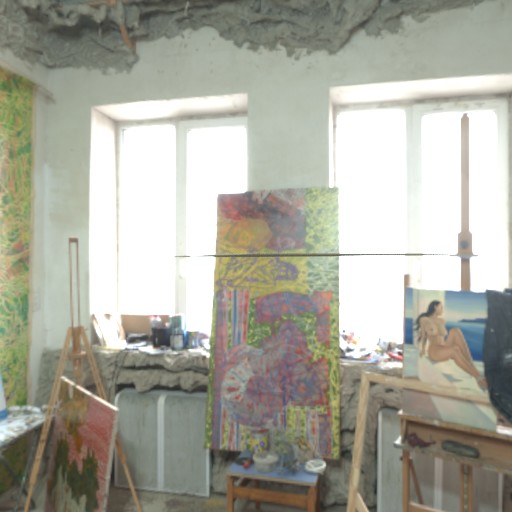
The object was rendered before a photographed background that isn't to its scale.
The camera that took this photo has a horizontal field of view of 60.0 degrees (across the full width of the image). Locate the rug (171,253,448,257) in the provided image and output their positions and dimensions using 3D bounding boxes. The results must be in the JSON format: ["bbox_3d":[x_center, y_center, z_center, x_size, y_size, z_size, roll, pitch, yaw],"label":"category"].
[{"bbox_3d":[0.000,0.000,2.710,0.806,0.006,2.431,0,0,-17],"label":"rug"}]
